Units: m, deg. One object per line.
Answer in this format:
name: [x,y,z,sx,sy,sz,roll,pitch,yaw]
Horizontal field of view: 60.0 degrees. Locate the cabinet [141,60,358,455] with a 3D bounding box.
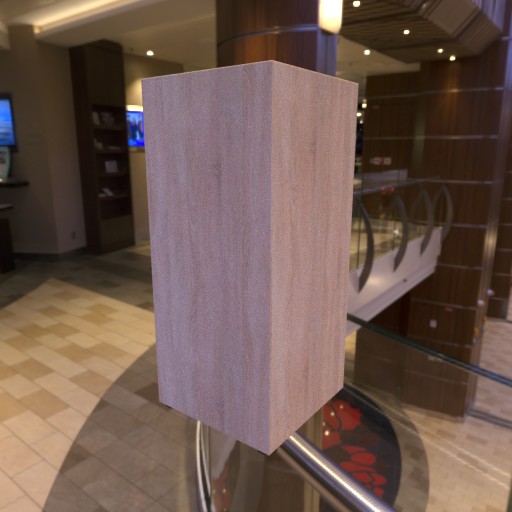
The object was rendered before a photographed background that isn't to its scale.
cabinet: [0.000,0.000,2.822,1.327,2.120,1.094,-2,14,-8]
